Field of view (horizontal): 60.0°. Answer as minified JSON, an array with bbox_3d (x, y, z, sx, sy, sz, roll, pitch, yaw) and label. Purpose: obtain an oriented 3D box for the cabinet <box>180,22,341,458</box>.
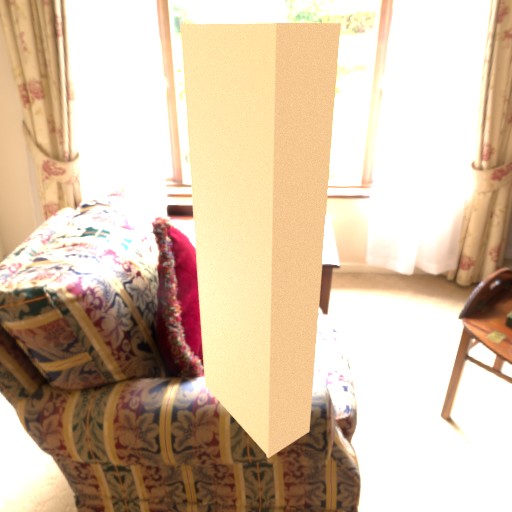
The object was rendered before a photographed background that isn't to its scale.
[{"bbox_3d":[0.000,0.000,1.754,0.255,1.630,0.520,-19,33,-32],"label":"cabinet"}]
